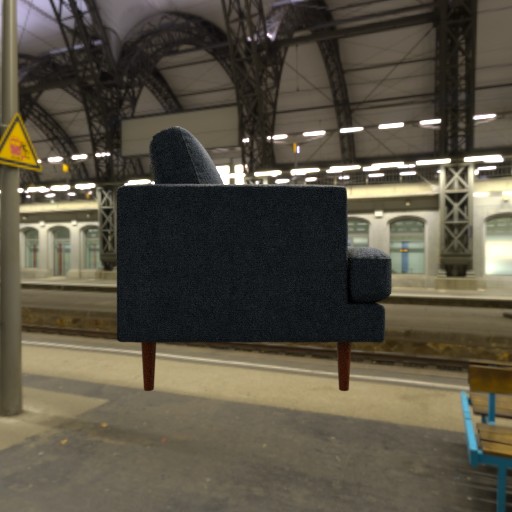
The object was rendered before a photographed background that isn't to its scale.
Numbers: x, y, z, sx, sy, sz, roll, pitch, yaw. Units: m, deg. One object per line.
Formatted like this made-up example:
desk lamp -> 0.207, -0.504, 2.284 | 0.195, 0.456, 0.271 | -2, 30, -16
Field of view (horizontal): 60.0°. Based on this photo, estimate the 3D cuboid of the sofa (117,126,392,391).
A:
sofa -> 0.000, 0.000, 2.197 | 0.903, 0.944, 1.582 | 0, 0, 0
